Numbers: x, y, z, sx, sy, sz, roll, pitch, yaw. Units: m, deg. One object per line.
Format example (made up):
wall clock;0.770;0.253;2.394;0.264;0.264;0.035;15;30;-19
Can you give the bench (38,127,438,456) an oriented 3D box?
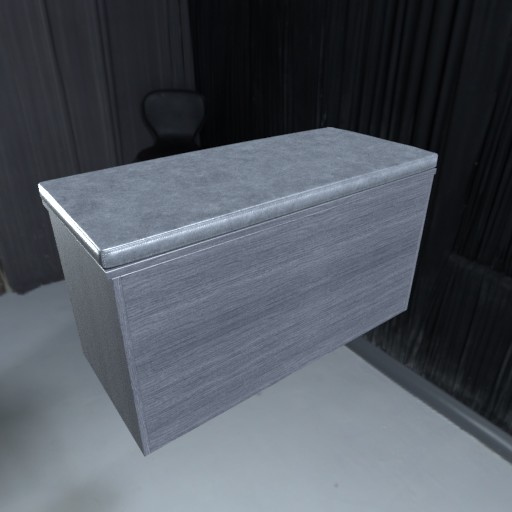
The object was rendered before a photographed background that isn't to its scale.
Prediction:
bench;0.000;0.000;1.186;0.905;0.501;0.401;-20;35;-31
